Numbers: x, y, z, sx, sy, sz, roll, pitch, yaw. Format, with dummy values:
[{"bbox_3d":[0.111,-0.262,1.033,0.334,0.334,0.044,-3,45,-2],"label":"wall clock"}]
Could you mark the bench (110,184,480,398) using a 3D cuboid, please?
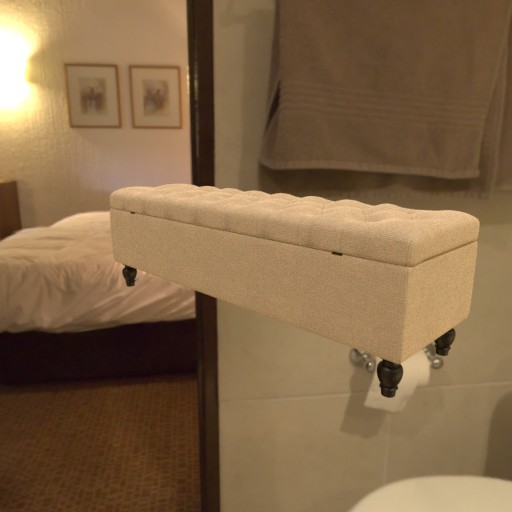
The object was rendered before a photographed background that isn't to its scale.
[{"bbox_3d":[0.000,0.000,1.720,0.455,0.467,1.480,-13,19,-43],"label":"bench"}]
